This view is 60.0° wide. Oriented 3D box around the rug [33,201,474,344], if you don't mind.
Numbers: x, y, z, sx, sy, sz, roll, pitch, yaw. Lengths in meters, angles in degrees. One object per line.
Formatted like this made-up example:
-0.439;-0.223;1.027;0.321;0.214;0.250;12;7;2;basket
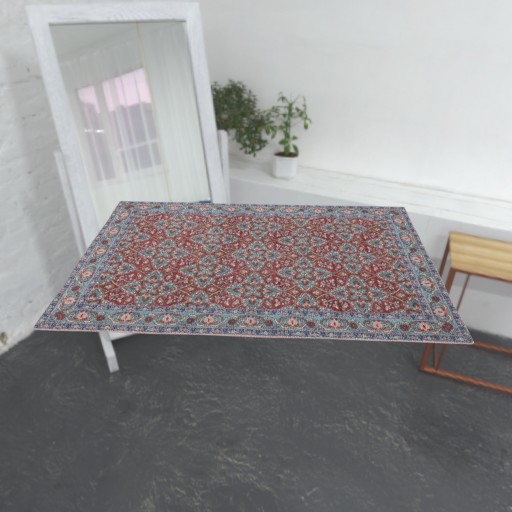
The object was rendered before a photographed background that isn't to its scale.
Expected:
0.000;0.000;2.337;1.829;0.009;1.219;1;33;2;rug
